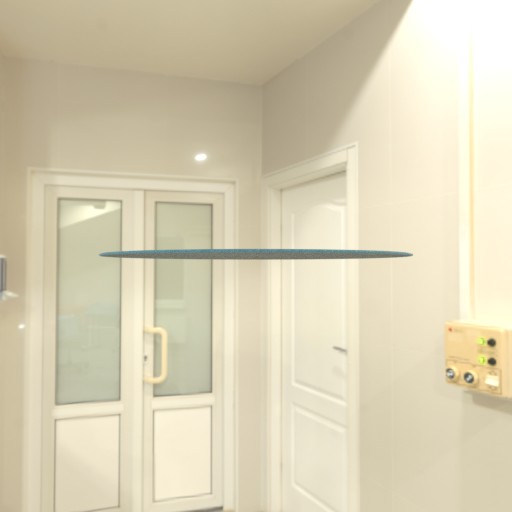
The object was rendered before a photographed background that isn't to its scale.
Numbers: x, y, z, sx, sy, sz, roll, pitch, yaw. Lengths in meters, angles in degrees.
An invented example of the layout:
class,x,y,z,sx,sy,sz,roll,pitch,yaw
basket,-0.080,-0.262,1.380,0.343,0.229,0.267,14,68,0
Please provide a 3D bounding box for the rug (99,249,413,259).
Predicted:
class,x,y,z,sx,sy,sz,roll,pitch,yaw
rug,0.000,0.000,2.383,1.593,0.012,1.593,0,-1,0
